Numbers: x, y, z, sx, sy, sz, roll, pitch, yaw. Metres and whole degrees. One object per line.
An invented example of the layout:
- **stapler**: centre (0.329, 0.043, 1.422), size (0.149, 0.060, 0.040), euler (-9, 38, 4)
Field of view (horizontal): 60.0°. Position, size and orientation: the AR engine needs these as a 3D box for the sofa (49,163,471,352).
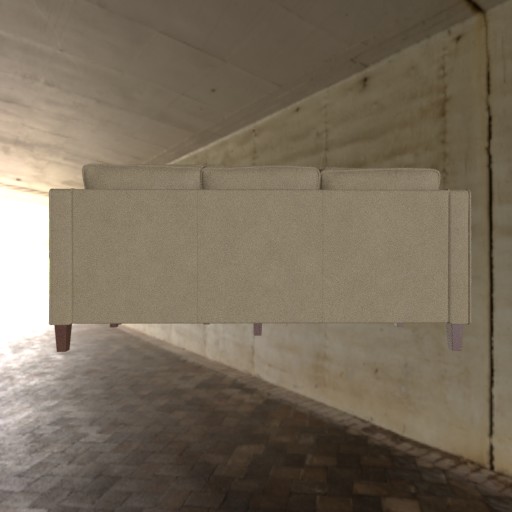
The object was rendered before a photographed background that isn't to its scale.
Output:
- **sofa**: centre (0.000, 0.000, 3.309), size (2.317, 1.066, 1.858), euler (0, -1, -1)
